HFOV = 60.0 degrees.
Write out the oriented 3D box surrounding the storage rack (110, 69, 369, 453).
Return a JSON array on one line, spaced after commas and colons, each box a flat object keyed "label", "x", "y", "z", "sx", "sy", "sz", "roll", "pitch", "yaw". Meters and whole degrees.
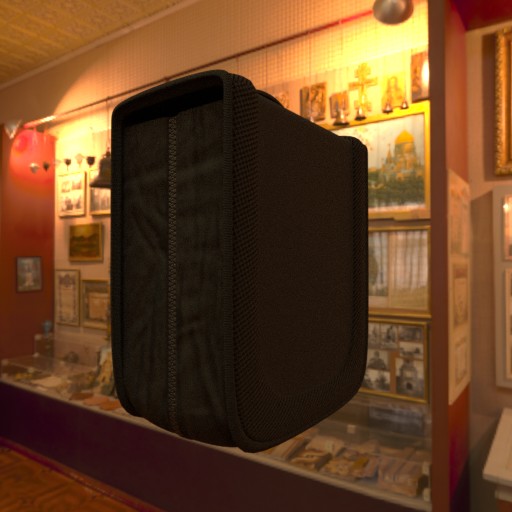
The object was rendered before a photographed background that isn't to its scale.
[{"label": "storage rack", "x": 0.000, "y": 0.000, "z": 0.533, "sx": 0.168, "sy": 0.387, "sz": 0.297, "roll": -1, "pitch": -1, "yaw": 37}]
